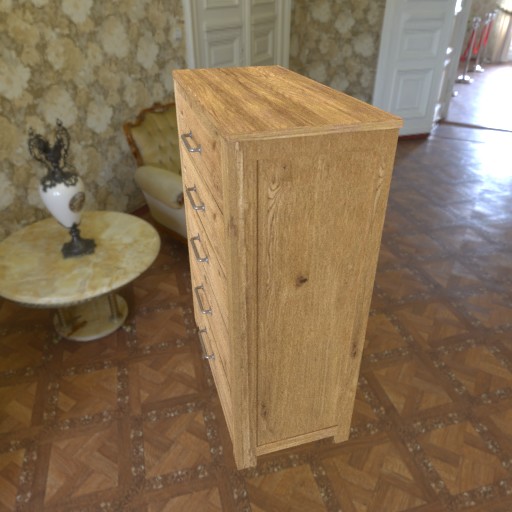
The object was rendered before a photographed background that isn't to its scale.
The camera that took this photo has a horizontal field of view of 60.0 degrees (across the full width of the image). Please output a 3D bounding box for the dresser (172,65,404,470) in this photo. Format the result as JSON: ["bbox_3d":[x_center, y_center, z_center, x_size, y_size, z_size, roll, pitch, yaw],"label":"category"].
[{"bbox_3d":[0.000,0.000,1.997,0.558,1.431,1.081,-9,32,-14],"label":"dresser"}]
